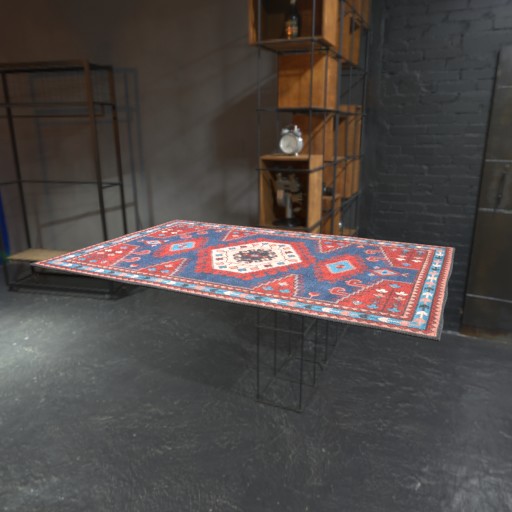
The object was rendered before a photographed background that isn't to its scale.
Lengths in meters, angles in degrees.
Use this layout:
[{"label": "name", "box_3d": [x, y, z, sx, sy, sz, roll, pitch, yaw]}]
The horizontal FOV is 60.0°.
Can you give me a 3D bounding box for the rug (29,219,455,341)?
[{"label": "rug", "box_3d": [0.000, 0.000, 2.251, 1.820, 0.012, 1.207, 7, 18, 24]}]
